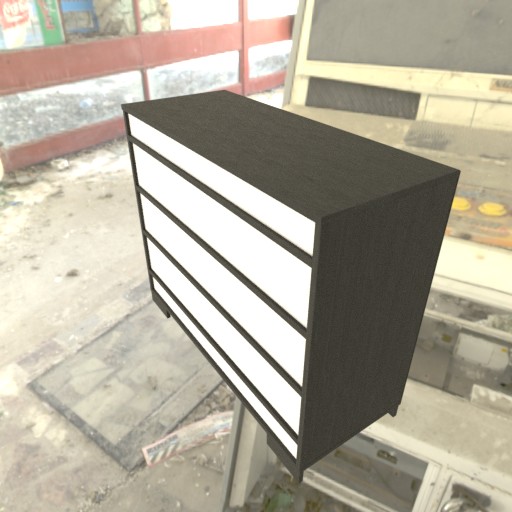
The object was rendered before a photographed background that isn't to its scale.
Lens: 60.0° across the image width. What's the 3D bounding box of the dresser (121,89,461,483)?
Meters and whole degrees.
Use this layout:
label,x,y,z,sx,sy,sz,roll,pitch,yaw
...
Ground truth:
label,x,y,z,sx,sy,sz,roll,pitch,yaw
dresser,0.000,0.000,1.433,0.404,0.816,0.994,-20,37,-29
